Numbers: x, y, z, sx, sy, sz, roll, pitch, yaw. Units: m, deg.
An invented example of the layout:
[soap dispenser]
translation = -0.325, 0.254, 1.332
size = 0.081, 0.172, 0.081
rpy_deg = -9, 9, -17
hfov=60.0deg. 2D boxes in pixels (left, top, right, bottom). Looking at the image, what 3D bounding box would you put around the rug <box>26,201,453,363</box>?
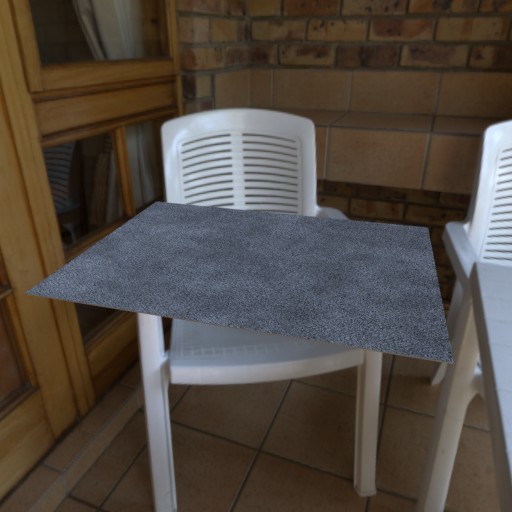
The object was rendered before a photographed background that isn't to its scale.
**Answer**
[rug]
translation = 0.000, 0.000, 2.900
size = 2.235, 0.008, 1.600
rpy_deg = 7, 27, 14
